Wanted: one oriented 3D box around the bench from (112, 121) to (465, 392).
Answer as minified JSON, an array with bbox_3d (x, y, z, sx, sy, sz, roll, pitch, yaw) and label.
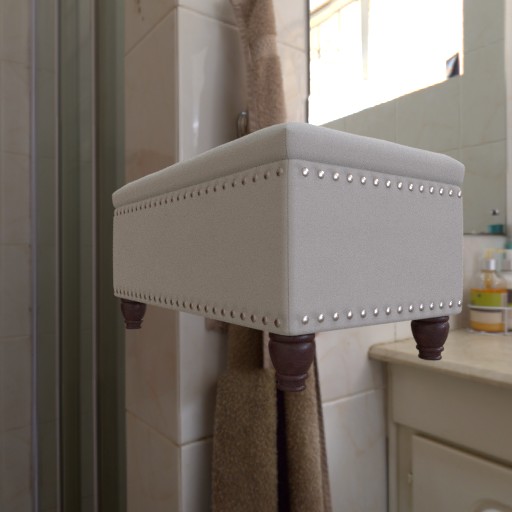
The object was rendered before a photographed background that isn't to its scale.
[{"bbox_3d":[0.000,0.000,1.179,0.500,0.449,0.887,0,0,-35],"label":"bench"}]
